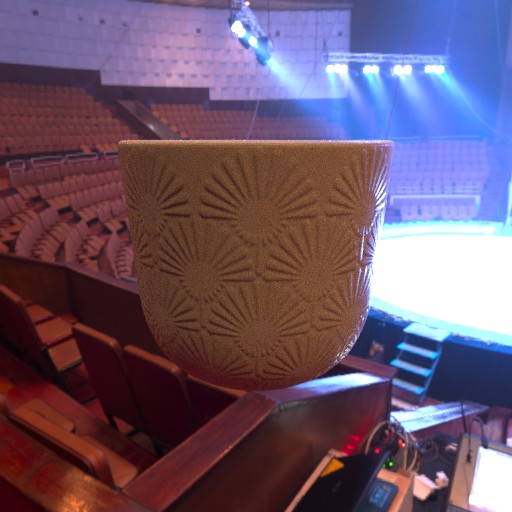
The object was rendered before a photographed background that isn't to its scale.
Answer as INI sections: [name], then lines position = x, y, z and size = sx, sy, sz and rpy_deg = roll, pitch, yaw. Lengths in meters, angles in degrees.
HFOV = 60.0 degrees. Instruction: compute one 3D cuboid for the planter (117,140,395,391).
[planter]
position = 0.000, 0.000, 0.301
size = 0.170, 0.152, 0.170
rpy_deg = 0, 15, 0
